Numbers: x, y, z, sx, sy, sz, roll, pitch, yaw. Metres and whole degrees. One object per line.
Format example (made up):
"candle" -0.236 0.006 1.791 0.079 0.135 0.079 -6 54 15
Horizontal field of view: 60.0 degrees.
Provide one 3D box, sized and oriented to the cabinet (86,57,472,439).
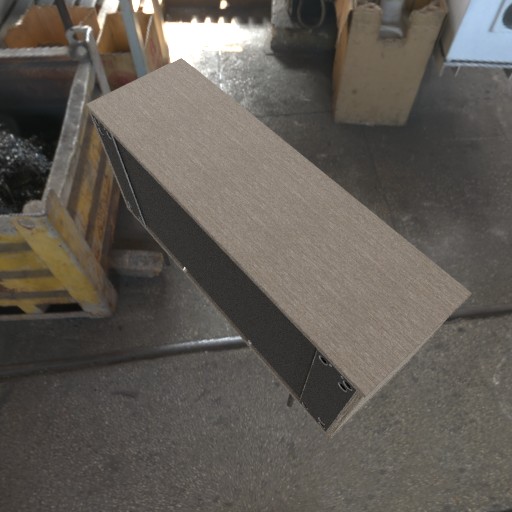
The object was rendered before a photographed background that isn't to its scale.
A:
"cabinet" 0.000 0.000 1.574 0.405 0.787 1.194 -36 65 -20
